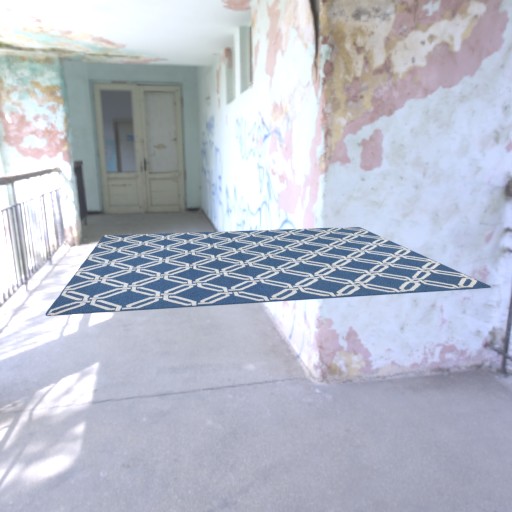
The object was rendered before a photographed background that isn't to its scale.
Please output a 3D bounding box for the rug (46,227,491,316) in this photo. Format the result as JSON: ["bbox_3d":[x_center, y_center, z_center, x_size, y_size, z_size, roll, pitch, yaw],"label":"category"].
[{"bbox_3d":[0.000,0.000,3.847,2.867,0.020,2.277,-3,15,-10],"label":"rug"}]
